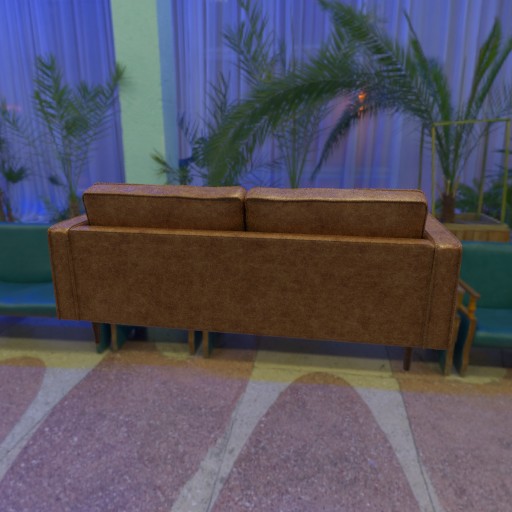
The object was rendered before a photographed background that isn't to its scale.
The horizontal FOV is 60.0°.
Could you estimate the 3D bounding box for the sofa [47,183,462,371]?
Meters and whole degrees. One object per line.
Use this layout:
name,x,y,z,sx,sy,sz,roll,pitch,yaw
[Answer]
sofa,0.000,0.000,2.447,1.920,0.825,0.924,3,16,10
